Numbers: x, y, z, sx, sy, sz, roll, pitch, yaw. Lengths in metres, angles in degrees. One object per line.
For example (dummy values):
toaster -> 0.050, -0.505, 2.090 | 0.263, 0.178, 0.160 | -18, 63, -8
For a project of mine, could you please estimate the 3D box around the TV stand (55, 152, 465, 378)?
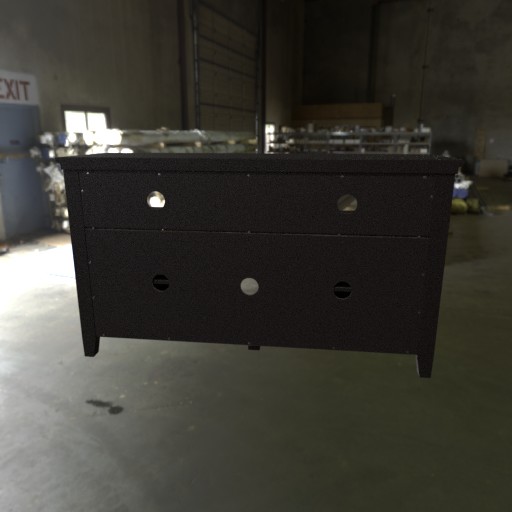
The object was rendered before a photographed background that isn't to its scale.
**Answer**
TV stand -> 0.000, 0.000, 1.540 | 1.198, 0.681, 0.347 | 2, 16, 7
